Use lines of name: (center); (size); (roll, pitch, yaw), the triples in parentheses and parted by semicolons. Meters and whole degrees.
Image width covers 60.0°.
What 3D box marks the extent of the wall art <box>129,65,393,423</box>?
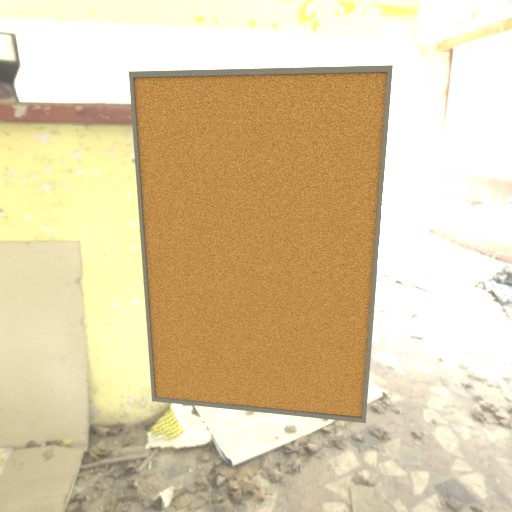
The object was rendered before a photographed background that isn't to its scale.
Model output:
wall art: (0.000, 0.000, 0.963); (0.511, 0.753, 0.039); (3, 16, 9)
